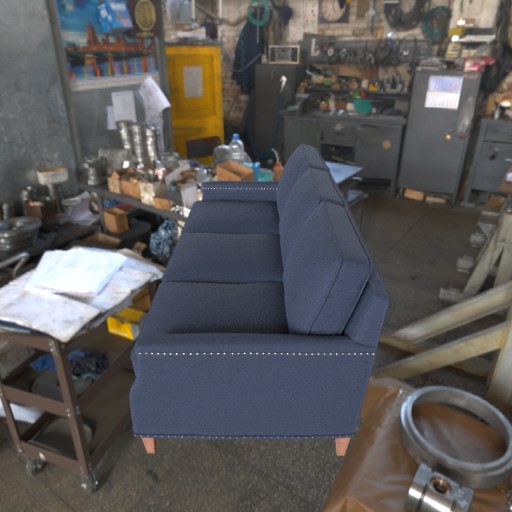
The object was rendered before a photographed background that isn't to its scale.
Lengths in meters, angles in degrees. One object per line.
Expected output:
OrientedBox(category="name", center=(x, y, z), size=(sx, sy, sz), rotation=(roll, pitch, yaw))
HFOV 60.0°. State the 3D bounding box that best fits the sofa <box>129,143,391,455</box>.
OrientedBox(category="sofa", center=(0.000, 0.000, 2.804), size=(1.084, 1.003, 2.246), rotation=(0, 26, 1))
